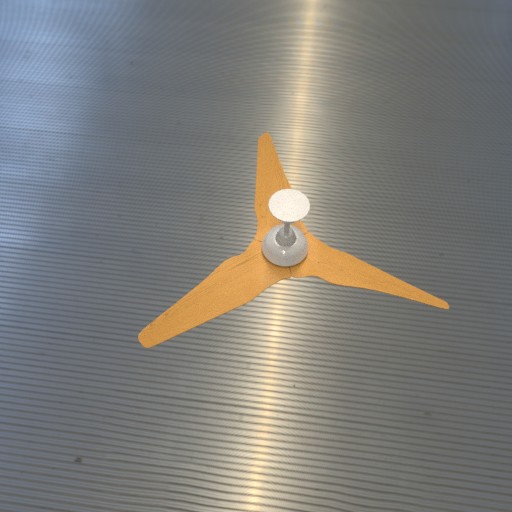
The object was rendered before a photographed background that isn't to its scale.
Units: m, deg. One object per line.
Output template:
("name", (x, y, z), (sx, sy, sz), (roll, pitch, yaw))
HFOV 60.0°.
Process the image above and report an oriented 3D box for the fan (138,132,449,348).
("fan", (0.000, 0.000, 1.635), (1.010, 0.355, 1.142), (-34, 64, -19))
